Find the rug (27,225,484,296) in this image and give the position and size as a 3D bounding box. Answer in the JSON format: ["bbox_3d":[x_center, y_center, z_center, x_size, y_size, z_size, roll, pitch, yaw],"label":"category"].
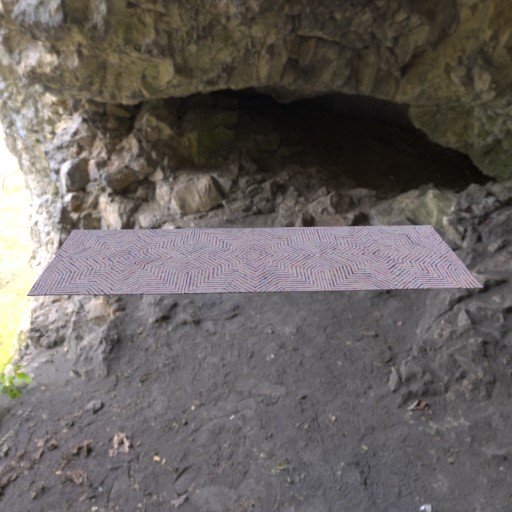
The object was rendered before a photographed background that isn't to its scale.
[{"bbox_3d":[0.000,0.000,2.689,2.443,0.009,0.771,-1,30,-2],"label":"rug"}]
